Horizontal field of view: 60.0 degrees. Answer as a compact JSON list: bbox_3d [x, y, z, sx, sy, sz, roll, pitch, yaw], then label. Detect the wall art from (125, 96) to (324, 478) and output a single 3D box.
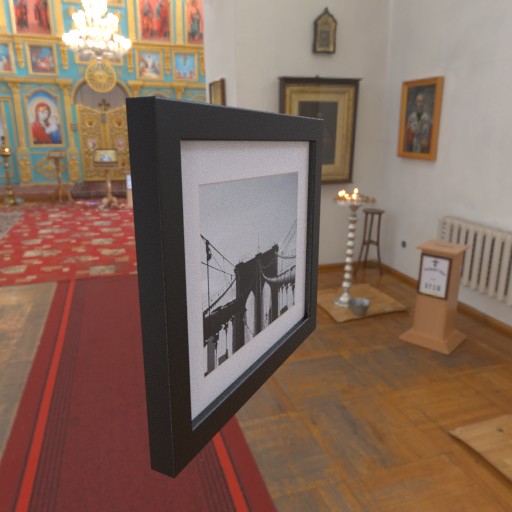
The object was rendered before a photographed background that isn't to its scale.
[{"bbox_3d":[0.000,0.000,0.533,0.028,0.330,0.380,7,16,26],"label":"wall art"}]
